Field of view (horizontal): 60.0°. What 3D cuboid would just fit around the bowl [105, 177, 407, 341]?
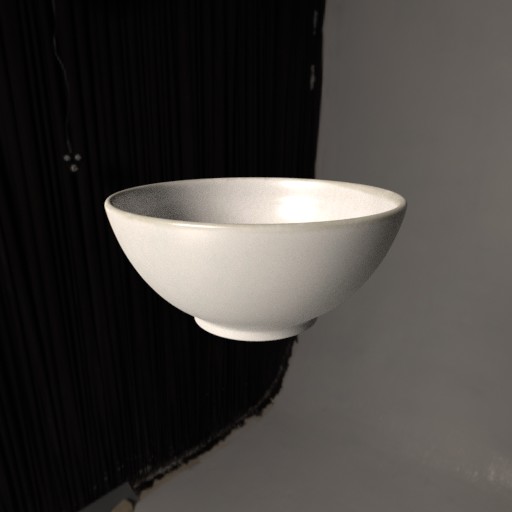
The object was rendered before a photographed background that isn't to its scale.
[{"bbox_3d":[0.000,0.000,0.429,0.268,0.121,0.268,0,17,0],"label":"bowl"}]
